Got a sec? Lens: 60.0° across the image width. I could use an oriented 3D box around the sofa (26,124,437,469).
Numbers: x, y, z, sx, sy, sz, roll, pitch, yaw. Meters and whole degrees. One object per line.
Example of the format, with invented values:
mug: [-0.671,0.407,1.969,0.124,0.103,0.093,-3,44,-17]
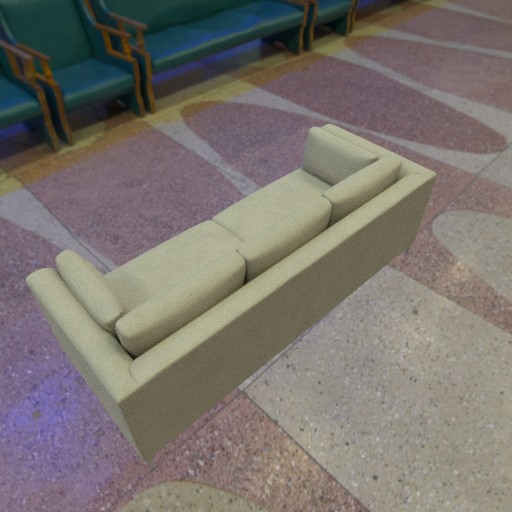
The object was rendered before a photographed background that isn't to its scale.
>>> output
sofa: [0.000,0.000,2.846,2.415,0.867,0.969,-33,53,-29]
